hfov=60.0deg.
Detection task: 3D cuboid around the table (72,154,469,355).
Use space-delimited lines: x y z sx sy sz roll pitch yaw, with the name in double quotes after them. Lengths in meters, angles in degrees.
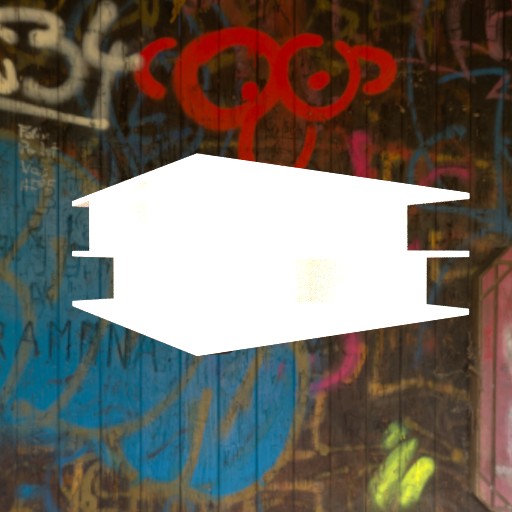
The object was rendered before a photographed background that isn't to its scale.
0.000 0.000 1.098 0.700 0.289 0.700 0 1 -36 "table"
